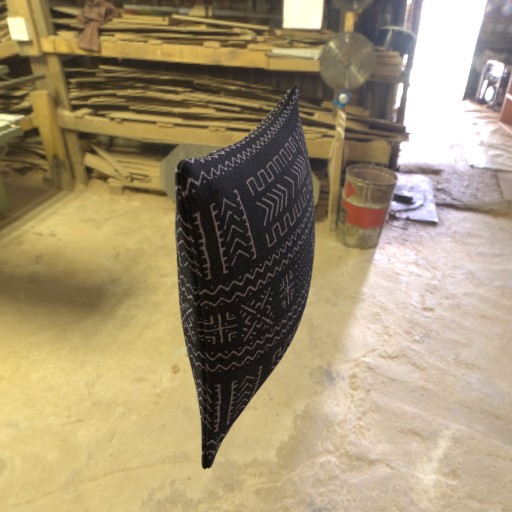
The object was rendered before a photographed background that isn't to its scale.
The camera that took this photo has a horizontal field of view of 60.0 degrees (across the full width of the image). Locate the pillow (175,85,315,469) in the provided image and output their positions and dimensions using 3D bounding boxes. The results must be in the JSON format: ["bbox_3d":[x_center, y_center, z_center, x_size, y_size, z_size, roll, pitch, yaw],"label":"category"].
[{"bbox_3d":[0.000,0.000,0.667,0.164,0.430,0.438,9,32,15],"label":"pillow"}]
